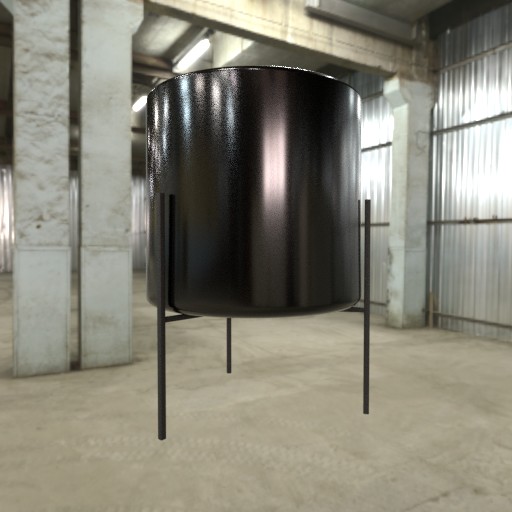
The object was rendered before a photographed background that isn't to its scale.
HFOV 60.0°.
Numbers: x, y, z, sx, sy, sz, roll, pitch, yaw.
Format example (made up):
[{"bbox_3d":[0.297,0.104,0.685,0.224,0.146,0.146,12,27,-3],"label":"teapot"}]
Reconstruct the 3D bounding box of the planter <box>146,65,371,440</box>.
[{"bbox_3d":[0.000,0.000,0.644,0.310,0.432,0.310,0,2,-2],"label":"planter"}]
